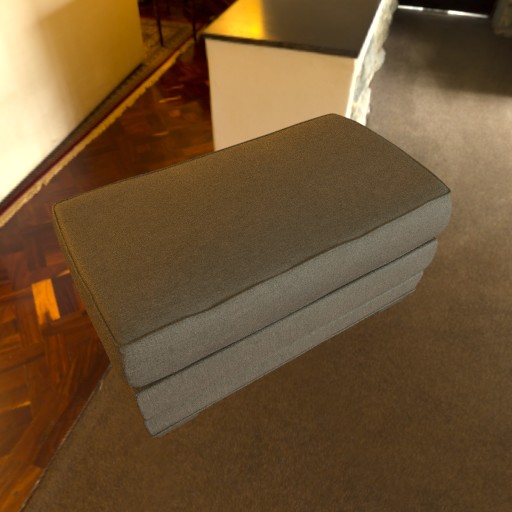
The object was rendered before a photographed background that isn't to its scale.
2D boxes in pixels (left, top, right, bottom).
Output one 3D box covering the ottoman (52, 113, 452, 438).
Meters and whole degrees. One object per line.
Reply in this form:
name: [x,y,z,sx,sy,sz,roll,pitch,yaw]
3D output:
ottoman: [0.000,0.000,1.165,0.864,0.448,0.490,-24,50,-21]
